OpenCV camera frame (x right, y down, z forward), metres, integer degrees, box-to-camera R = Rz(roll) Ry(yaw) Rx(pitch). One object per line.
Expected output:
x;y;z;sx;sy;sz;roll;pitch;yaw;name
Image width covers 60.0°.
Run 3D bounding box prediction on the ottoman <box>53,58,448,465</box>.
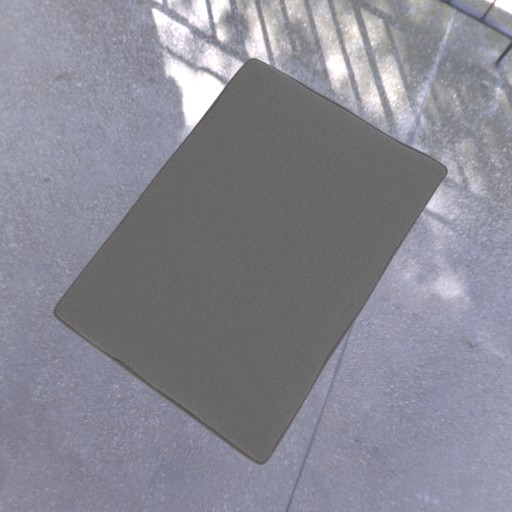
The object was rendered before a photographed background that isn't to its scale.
0.000;0.000;1.327;0.703;0.479;0.944;33;79;8;ottoman
